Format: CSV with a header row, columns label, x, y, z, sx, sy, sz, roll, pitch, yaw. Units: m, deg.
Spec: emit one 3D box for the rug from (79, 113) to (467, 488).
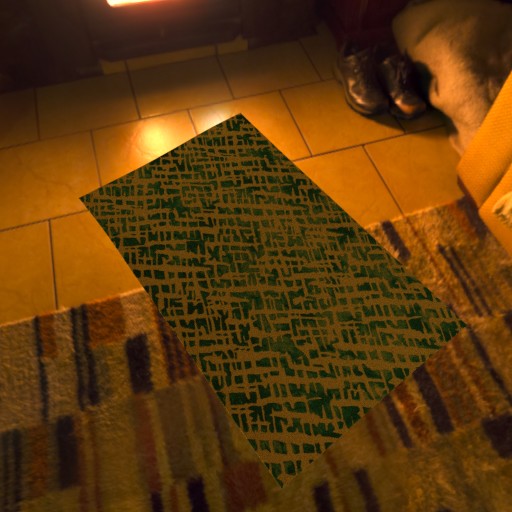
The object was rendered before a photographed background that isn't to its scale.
label,x,y,z,sx,sy,sz,roll,pitch,yaw
rug,0.000,0.000,3.081,1.520,0.011,2.447,-33,65,-18
